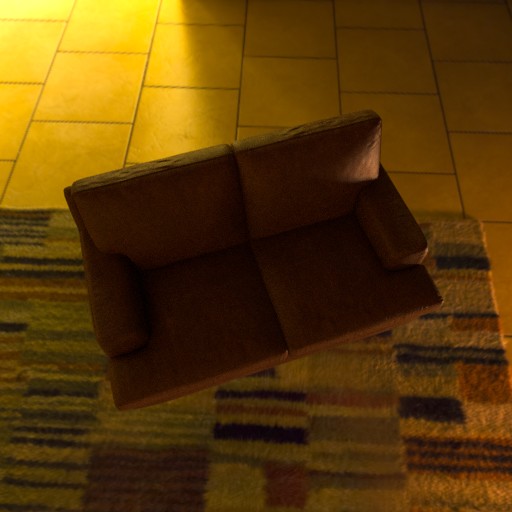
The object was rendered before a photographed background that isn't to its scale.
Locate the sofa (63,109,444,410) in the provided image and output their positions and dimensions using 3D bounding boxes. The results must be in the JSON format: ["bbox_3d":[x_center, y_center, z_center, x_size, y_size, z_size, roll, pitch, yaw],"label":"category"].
[{"bbox_3d":[0.000,0.000,2.488,1.880,0.939,1.143,-16,64,-8],"label":"sofa"}]
